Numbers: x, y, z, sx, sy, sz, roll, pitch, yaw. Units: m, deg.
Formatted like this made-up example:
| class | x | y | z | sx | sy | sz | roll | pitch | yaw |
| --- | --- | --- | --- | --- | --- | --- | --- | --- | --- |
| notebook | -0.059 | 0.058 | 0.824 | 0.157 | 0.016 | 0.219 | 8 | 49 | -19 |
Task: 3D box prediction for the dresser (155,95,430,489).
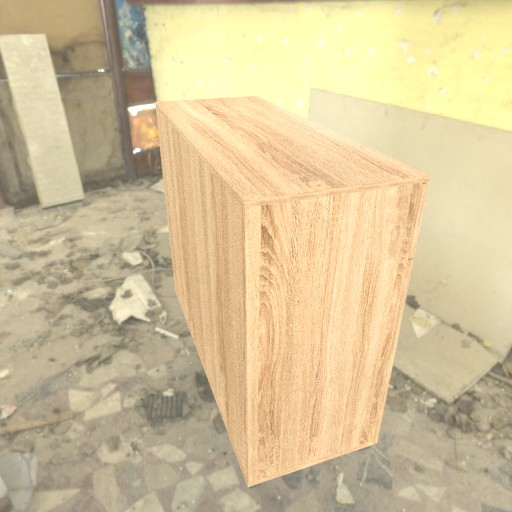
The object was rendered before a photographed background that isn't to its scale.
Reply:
| class | x | y | z | sx | sy | sz | roll | pitch | yaw |
| --- | --- | --- | --- | --- | --- | --- | --- | --- | --- |
| dresser | 0.000 | 0.000 | 1.581 | 0.450 | 0.900 | 1.100 | -10 | 31 | -17 |
